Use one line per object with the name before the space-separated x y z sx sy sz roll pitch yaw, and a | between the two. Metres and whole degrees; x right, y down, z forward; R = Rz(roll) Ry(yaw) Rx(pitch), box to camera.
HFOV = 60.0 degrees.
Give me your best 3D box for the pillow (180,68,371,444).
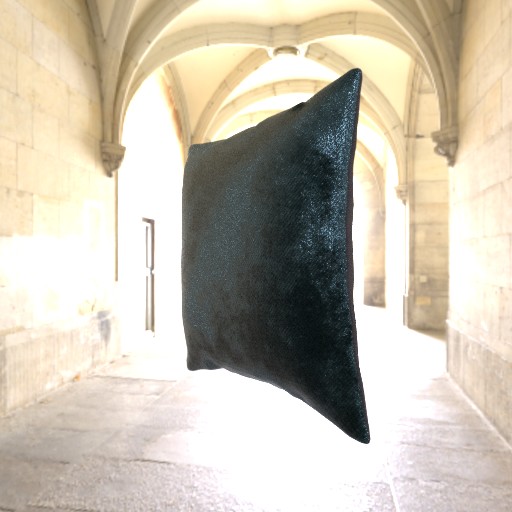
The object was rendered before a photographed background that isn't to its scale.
pillow | 0.000 0.000 0.665 0.138 0.430 0.436 0 0 -35
